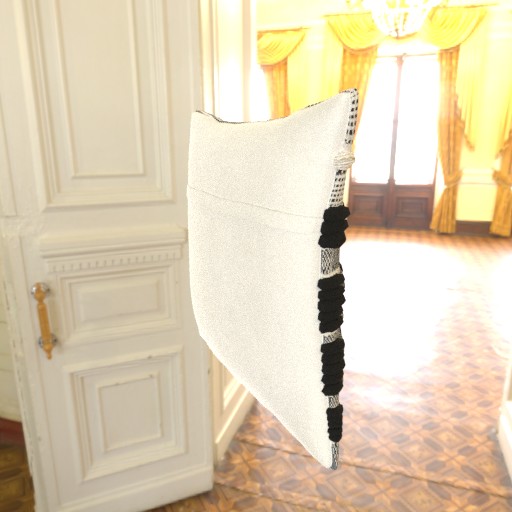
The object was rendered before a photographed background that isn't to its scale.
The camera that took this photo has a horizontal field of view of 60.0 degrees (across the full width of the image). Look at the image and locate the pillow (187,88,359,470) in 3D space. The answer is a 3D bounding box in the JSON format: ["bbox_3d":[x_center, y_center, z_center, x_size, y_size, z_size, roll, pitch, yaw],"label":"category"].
[{"bbox_3d":[0.000,0.000,0.666,0.156,0.438,0.436,-8,17,-27],"label":"pillow"}]
